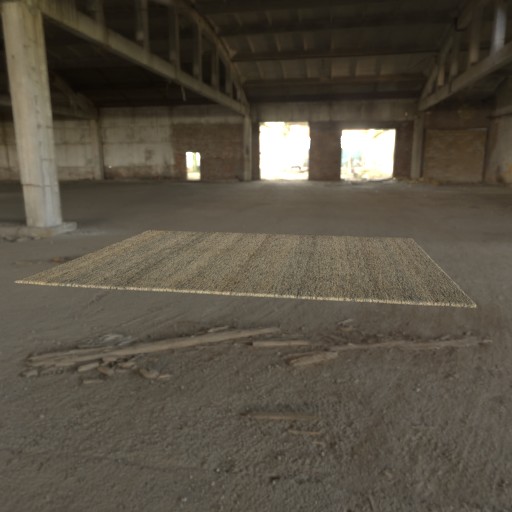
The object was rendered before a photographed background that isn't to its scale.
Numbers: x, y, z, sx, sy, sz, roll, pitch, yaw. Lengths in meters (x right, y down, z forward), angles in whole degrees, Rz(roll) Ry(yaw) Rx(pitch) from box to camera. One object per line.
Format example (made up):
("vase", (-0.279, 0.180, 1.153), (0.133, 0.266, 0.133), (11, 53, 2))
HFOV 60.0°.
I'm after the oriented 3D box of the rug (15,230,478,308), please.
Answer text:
("rug", (0.000, 0.000, 4.166), (3.199, 0.036, 2.414), (2, 13, 10))
